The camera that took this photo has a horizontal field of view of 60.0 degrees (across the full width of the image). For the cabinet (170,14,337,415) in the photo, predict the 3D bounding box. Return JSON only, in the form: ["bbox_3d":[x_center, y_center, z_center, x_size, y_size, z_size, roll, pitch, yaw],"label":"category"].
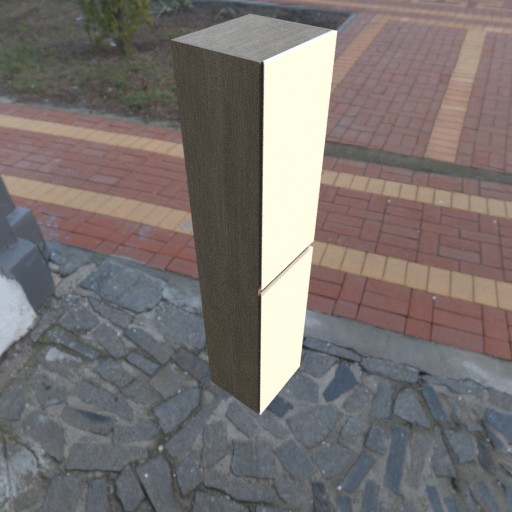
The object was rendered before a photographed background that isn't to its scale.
[{"bbox_3d":[0.000,0.000,1.516,0.270,1.400,0.300,27,48,27],"label":"cabinet"}]
